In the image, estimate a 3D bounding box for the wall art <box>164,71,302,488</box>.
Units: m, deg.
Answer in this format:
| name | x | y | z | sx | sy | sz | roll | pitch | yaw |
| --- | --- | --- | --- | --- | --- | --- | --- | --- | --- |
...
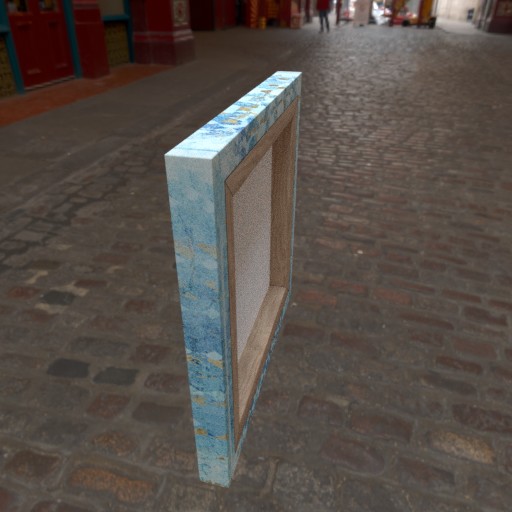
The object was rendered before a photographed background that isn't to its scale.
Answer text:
| name | x | y | z | sx | sy | sz | roll | pitch | yaw |
| --- | --- | --- | --- | --- | --- | --- | --- | --- | --- |
| wall art | 0.000 | 0.000 | 0.596 | 0.037 | 0.405 | 0.405 | 7 | 32 | 12 |
